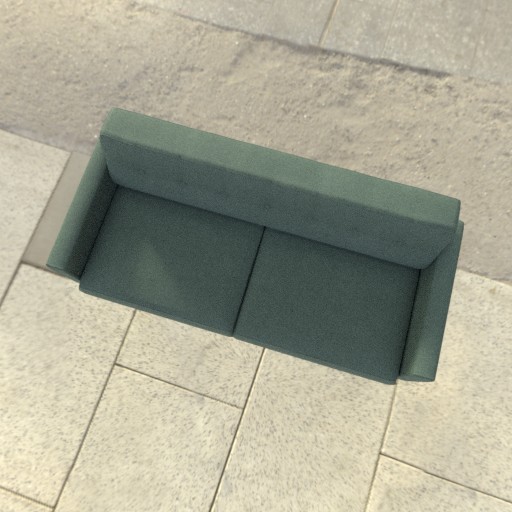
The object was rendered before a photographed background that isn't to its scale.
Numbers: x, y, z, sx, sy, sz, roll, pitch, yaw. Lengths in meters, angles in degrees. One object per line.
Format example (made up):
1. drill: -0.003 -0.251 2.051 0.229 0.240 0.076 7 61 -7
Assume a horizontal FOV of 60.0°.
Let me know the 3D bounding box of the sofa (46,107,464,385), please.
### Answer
1. sofa: 0.000 0.000 2.439 2.029 0.841 0.909 16 76 4
